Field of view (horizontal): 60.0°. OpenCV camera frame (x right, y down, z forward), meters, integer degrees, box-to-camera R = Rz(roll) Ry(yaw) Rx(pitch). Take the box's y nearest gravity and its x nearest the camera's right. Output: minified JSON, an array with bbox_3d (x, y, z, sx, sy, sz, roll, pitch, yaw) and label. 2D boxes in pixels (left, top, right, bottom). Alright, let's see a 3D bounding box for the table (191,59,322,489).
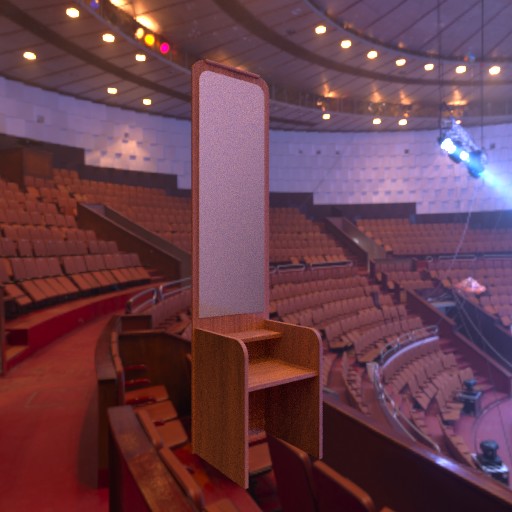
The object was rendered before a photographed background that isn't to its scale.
[{"bbox_3d":[0.000,0.000,2.019,0.450,1.830,0.420,0,1,-37],"label":"table"}]
